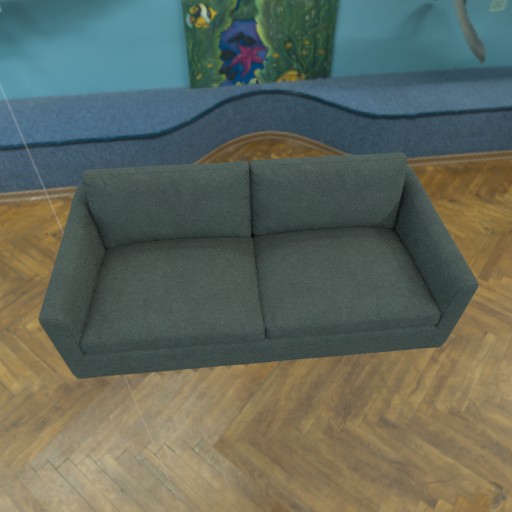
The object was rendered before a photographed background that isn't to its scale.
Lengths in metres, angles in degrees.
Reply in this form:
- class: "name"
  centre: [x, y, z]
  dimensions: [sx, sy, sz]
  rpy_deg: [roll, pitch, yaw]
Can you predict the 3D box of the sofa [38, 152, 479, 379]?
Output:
- class: "sofa"
  centre: [0.000, 0.000, 2.744]
  dimensions: [2.257, 0.838, 1.092]
  rpy_deg: [-4, 46, -4]
